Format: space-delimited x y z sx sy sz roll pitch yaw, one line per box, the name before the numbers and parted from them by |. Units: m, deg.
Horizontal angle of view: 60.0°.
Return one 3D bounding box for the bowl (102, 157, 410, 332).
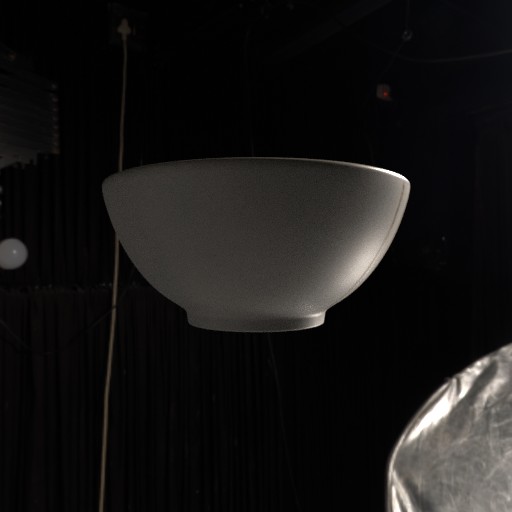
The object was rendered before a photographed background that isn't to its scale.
bowl | 0.000 0.000 0.408 0.268 0.121 0.268 0 0 0
